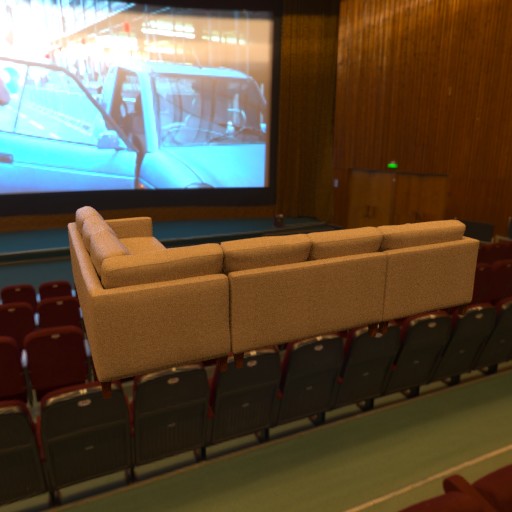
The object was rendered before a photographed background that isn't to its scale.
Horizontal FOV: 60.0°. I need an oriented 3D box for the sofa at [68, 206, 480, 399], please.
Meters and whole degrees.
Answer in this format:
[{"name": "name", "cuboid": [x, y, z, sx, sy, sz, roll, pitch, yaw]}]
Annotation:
[{"name": "sofa", "cuboid": [0.000, 0.000, 4.588, 3.460, 0.961, 2.594, -7, 17, -24]}]
